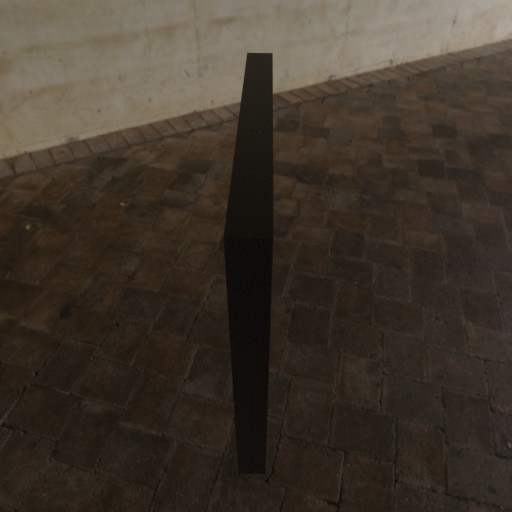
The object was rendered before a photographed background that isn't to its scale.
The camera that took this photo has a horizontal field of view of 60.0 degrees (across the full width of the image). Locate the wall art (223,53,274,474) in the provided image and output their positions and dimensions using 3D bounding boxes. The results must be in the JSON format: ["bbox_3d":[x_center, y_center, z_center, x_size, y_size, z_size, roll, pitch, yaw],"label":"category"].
[{"bbox_3d":[0.000,0.000,0.480,0.029,0.318,0.327,1,42,1],"label":"wall art"}]
